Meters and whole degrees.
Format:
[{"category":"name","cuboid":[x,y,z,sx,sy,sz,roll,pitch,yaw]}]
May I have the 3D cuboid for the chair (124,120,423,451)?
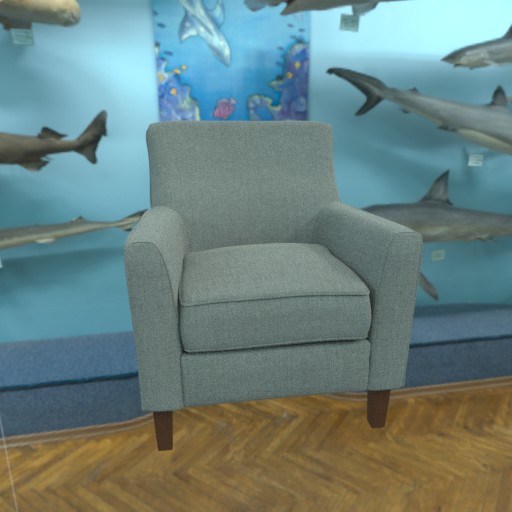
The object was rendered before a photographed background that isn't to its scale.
[{"category":"chair","cuboid":[0.000,0.000,1.772,0.887,1.047,0.993,-3,16,-9]}]
